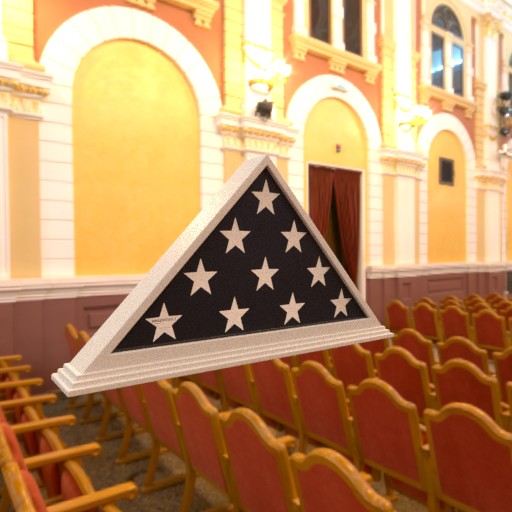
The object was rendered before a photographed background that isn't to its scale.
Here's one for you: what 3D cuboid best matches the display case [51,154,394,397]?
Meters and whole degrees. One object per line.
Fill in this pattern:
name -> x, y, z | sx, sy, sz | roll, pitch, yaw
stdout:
display case -> 0.000, 0.000, 0.768 | 0.640, 0.340, 0.095 | -1, 1, -36
